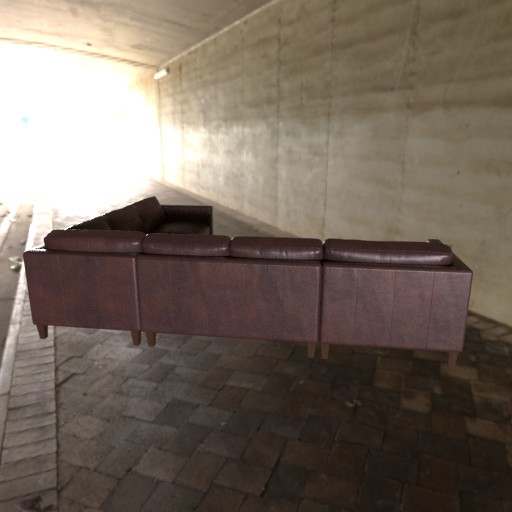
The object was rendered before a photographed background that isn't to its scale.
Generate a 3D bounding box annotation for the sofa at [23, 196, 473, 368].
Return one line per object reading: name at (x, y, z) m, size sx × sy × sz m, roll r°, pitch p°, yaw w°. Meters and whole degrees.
sofa at (0.000, 0.000, 4.447) m, size 3.324 × 0.891 × 2.452 m, roll 2°, pitch 16°, yaw 8°
